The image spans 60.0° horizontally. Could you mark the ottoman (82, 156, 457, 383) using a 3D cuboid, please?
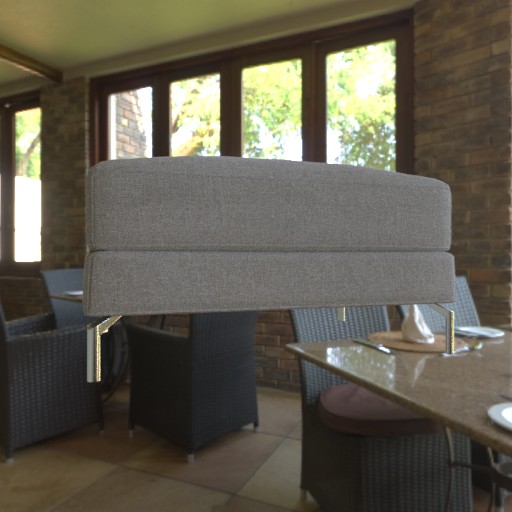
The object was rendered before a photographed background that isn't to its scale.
[{"bbox_3d":[0.000,0.000,1.183,0.838,0.457,0.584,0,0,-17],"label":"ottoman"}]
